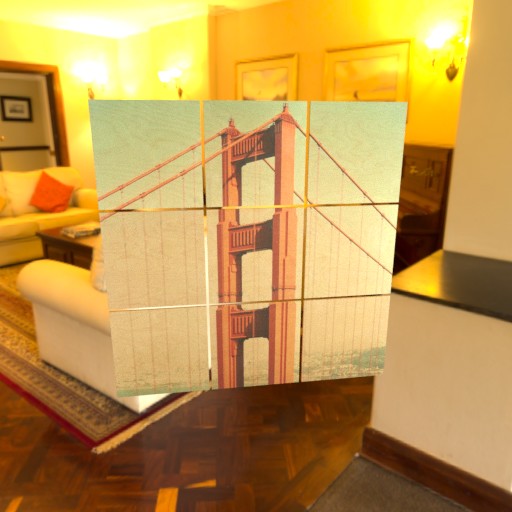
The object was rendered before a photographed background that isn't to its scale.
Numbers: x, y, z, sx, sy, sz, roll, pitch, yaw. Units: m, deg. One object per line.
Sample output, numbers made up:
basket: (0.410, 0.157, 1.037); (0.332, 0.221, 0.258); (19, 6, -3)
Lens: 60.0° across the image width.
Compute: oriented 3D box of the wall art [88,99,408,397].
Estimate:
wall art: (0.000, 0.000, 2.300); (1.517, 1.523, 0.013); (-2, 16, -8)
